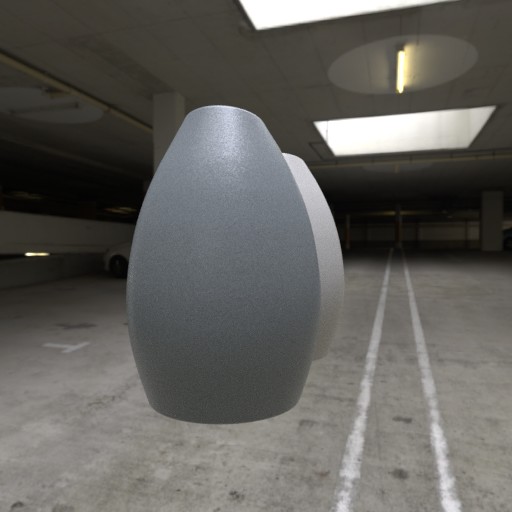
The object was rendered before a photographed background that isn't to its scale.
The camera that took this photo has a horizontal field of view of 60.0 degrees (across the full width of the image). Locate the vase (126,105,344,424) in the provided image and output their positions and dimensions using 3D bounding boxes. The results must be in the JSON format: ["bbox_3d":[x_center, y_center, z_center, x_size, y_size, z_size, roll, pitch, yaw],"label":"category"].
[{"bbox_3d":[0.000,0.000,0.255,0.089,0.131,0.187,0,1,17],"label":"vase"}]
